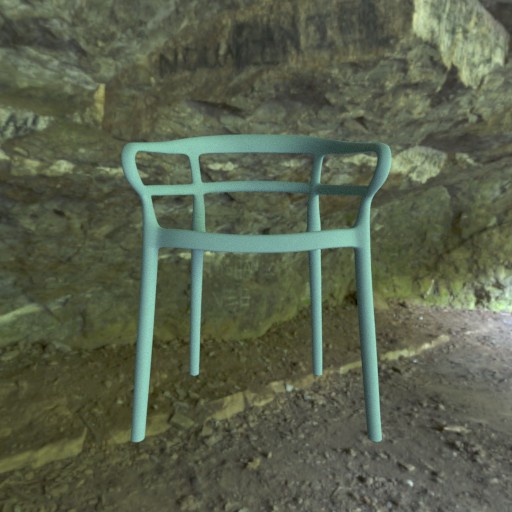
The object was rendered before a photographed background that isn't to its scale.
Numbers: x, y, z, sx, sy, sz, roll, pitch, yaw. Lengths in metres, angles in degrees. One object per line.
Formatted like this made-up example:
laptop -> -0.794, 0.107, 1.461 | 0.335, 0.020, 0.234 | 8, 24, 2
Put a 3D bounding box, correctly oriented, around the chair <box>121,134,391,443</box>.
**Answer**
chair -> 0.000, 0.000, 1.150 | 0.559, 0.761, 0.527 | 0, 1, 0
